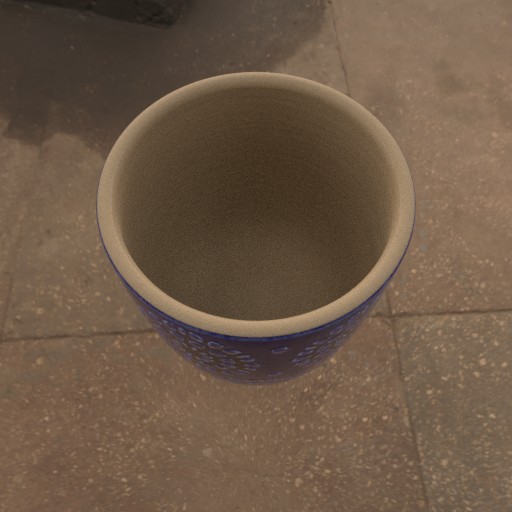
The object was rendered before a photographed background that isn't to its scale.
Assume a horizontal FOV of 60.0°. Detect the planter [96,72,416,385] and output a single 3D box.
[{"bbox_3d":[0.000,0.000,0.200,0.109,0.112,0.109,0,64,0],"label":"planter"}]
